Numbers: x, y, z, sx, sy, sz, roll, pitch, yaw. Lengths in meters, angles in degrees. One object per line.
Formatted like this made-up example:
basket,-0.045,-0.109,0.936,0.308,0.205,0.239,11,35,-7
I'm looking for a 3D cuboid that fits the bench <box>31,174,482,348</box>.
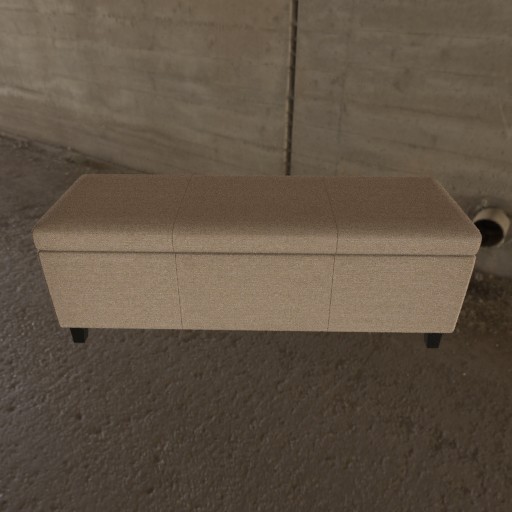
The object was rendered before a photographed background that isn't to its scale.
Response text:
bench,0.000,0.000,1.501,1.269,0.438,0.446,1,32,1
